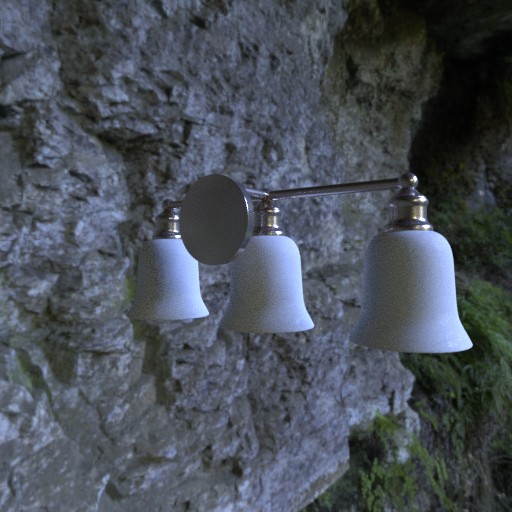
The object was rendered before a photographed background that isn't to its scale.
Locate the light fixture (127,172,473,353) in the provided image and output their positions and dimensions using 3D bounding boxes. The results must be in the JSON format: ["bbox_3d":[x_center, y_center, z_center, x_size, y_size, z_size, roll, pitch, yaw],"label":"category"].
[{"bbox_3d":[0.000,0.000,0.652,0.570,0.211,0.198,0,0,36],"label":"light fixture"}]
